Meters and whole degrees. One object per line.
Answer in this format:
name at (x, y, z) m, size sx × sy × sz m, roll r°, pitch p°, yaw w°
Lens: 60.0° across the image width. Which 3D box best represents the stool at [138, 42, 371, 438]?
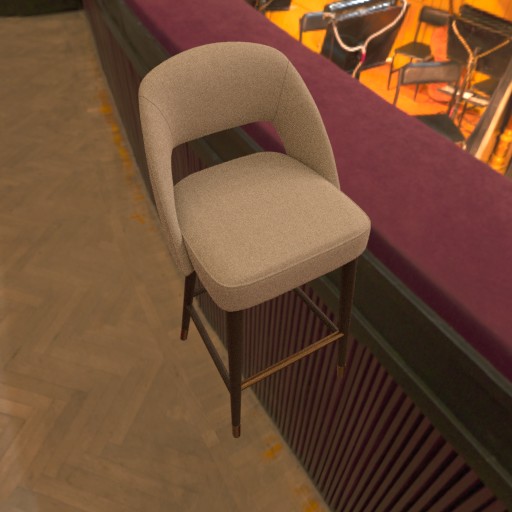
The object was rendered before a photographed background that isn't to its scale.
stool at (0.000, 0.000, 1.301) m, size 0.494 × 1.037 × 0.509 m, roll -23°, pitch 50°, yaw -20°
